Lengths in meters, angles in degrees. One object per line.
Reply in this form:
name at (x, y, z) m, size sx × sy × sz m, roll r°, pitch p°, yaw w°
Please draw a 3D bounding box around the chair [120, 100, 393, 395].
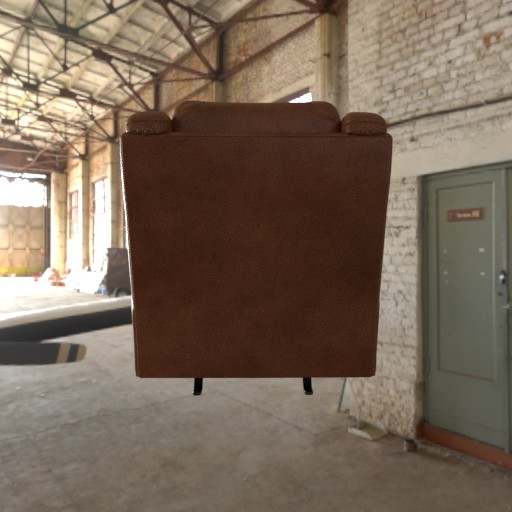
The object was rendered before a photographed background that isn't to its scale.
chair at (0.000, 0.000, 1.971) m, size 0.990 × 1.093 × 1.041 m, roll 0°, pitch 0°, yaw -1°
